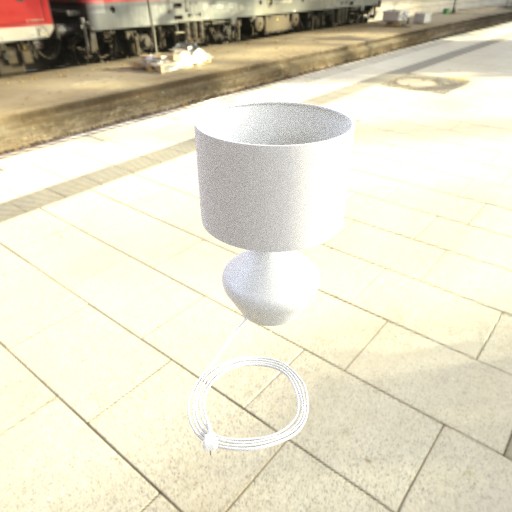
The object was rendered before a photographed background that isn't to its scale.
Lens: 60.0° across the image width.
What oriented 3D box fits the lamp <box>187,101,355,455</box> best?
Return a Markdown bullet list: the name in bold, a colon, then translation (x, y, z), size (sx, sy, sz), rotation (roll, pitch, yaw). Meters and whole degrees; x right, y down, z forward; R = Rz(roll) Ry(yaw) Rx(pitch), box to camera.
- **lamp**: translation (0.000, 0.000, 0.866), size (0.401, 0.457, 0.546), rotation (22, 38, 31)
